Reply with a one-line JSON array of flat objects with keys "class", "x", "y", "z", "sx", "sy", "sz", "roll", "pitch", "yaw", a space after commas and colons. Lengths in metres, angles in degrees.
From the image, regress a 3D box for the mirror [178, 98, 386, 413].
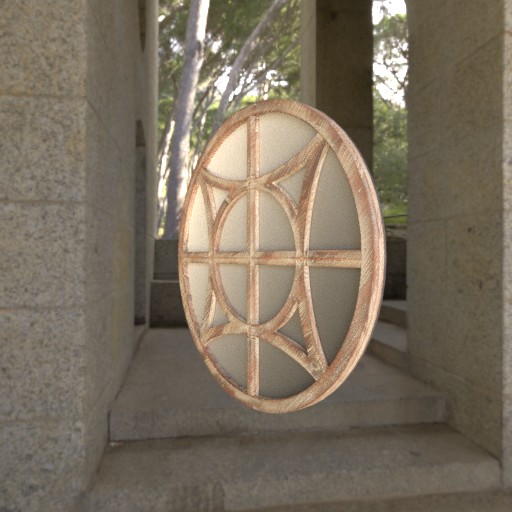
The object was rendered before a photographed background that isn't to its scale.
[{"class": "mirror", "x": 0.000, "y": 0.000, "z": 1.050, "sx": 0.038, "sy": 0.710, "sz": 0.710, "roll": 0, "pitch": 0, "yaw": -38}]
